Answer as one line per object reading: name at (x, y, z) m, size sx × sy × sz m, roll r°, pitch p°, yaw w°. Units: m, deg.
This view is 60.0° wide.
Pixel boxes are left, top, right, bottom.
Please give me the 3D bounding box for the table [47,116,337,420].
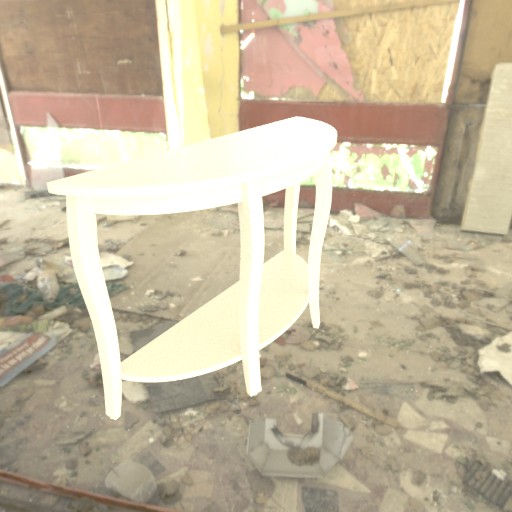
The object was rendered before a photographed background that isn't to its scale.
table at (0.000, 0.000, 1.593) m, size 0.394 × 0.780 × 1.219 m, roll 17°, pitch 31°, yaw 30°
